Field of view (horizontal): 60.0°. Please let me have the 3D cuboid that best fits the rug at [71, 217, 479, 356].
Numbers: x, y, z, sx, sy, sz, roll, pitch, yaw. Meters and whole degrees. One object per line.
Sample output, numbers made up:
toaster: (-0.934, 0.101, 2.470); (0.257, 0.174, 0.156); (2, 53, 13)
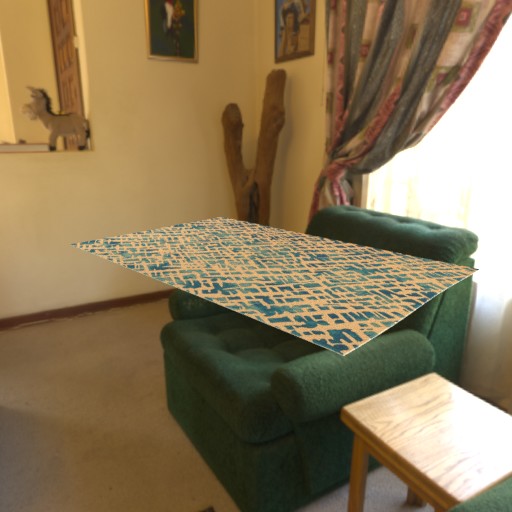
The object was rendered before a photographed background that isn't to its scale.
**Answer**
rug: (0.000, 0.000, 3.060); (2.447, 0.011, 1.520); (15, 22, 42)
